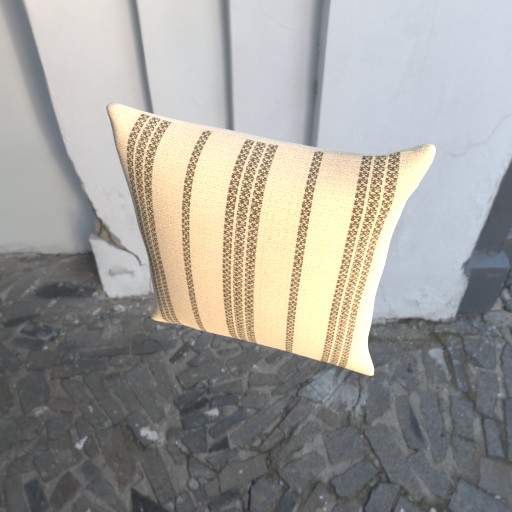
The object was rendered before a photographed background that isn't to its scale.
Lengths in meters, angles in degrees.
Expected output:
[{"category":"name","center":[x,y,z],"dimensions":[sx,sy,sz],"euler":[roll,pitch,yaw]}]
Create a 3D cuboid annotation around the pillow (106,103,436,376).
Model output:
[{"category":"pillow","center":[0.000,0.000,0.645],"dimensions":[0.405,0.406,0.173],"euler":[12,42,13]}]
